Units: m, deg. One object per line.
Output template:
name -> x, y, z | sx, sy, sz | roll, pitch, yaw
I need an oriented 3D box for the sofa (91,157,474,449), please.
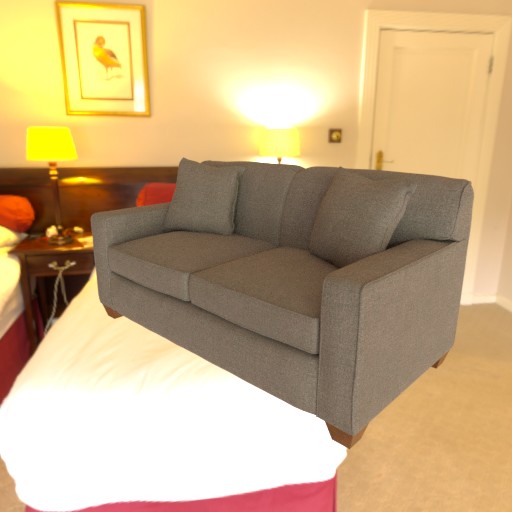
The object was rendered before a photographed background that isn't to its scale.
sofa -> 0.000, 0.000, 2.378 | 1.846, 0.958, 1.000 | 15, 22, 41
